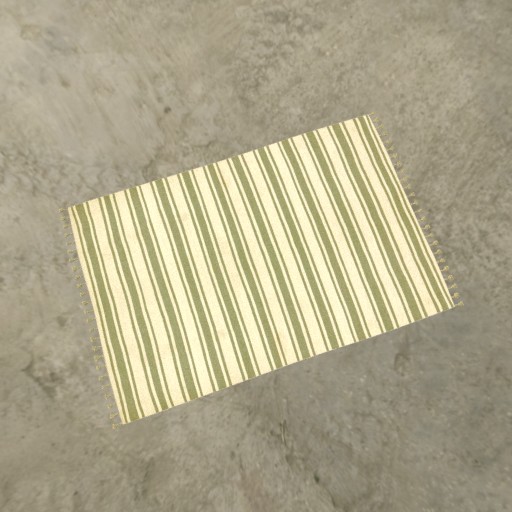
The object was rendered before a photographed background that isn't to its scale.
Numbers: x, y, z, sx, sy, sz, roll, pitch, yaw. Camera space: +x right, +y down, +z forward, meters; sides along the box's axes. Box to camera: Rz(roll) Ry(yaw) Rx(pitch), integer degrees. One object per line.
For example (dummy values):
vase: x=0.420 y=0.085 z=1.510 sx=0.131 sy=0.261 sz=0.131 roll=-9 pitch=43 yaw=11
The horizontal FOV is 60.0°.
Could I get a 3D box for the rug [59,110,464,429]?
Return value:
rug: x=0.000 y=0.000 z=3.036 sx=2.435 sy=0.018 sz=1.540 roll=-18 pitch=77 yaw=-4
